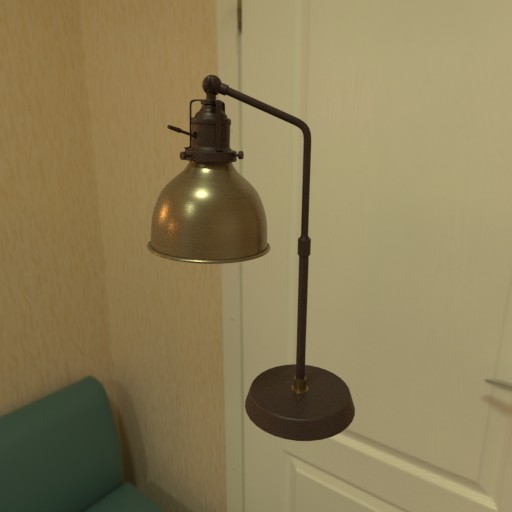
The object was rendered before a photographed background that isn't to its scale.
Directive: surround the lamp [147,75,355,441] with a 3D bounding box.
[{"bbox_3d":[0.000,0.000,0.615,0.298,0.469,0.175,2,16,7],"label":"lamp"}]
